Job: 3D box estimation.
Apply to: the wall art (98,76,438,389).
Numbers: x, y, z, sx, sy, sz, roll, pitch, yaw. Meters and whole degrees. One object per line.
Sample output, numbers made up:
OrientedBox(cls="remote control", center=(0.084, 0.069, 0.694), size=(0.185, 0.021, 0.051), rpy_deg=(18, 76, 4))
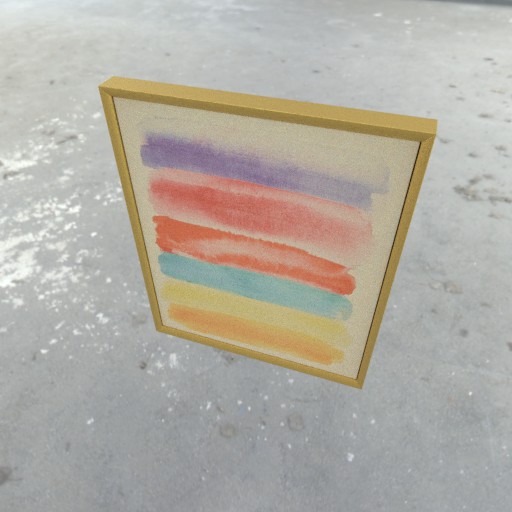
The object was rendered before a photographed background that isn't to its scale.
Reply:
OrientedBox(cls="wall art", center=(0.000, 0.000, 0.900), size=(0.537, 0.642, 0.048), rpy_deg=(13, 43, 14))
